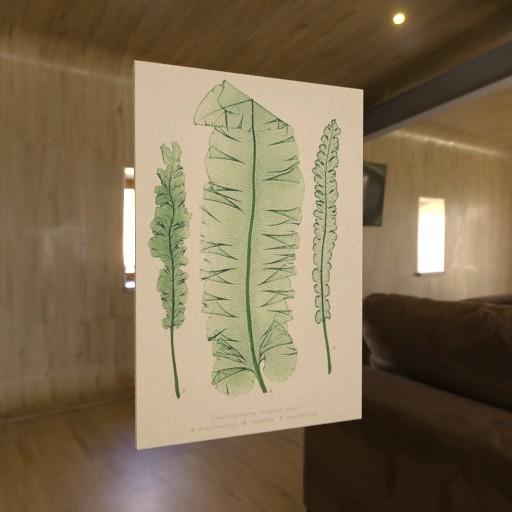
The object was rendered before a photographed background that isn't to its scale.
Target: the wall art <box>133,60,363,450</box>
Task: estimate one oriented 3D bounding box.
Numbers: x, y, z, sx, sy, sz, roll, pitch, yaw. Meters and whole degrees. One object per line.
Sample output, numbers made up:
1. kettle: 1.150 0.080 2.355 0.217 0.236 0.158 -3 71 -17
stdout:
1. wall art: 0.000 0.000 1.154 0.610 0.914 0.038 0 1 -19
